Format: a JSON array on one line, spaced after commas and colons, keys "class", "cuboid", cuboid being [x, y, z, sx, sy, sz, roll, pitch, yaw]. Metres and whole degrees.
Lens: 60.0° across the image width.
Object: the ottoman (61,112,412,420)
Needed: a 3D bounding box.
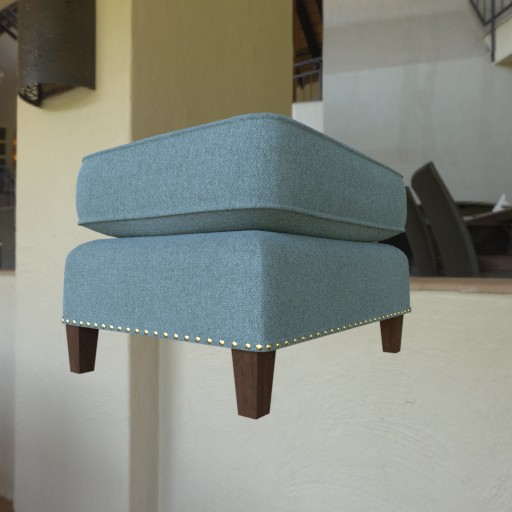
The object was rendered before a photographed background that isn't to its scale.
[{"class": "ottoman", "cuboid": [0.000, 0.000, 1.137, 0.589, 0.537, 0.738, -1, -1, 36]}]
